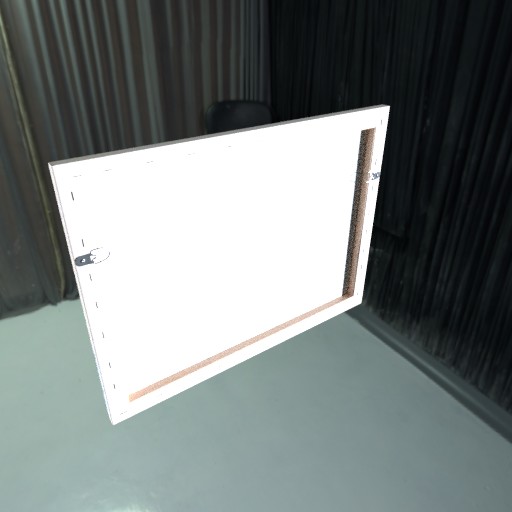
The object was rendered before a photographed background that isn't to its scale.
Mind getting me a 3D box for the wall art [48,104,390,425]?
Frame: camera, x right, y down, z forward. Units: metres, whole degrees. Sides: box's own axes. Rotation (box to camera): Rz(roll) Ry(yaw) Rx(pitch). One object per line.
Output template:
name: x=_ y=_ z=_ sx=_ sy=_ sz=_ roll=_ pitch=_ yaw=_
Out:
wall art: x=0.000 y=0.000 z=1.601 sx=1.219 sy=0.912 sz=0.042 roll=-20 pitch=35 yaw=-30
